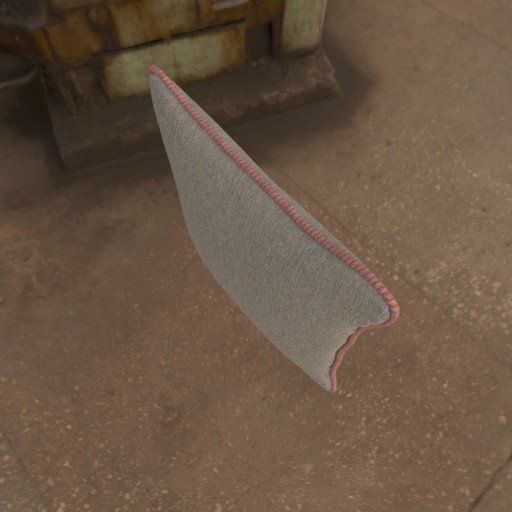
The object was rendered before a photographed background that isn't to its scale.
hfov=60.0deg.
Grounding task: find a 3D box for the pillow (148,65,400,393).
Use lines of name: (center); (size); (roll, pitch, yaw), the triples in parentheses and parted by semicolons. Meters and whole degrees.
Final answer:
pillow: (0.000, 0.000, 0.755); (0.124, 0.491, 0.482); (-36, 68, -17)
